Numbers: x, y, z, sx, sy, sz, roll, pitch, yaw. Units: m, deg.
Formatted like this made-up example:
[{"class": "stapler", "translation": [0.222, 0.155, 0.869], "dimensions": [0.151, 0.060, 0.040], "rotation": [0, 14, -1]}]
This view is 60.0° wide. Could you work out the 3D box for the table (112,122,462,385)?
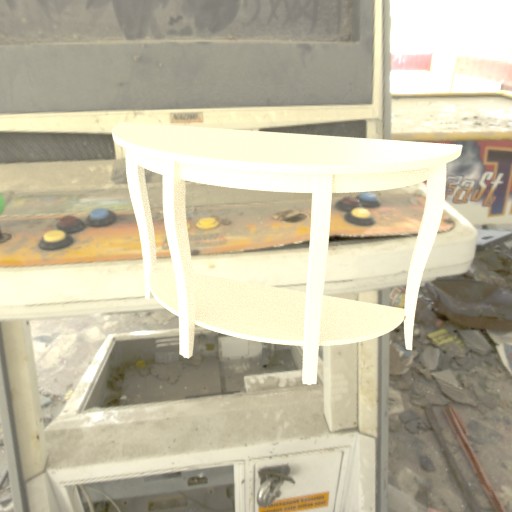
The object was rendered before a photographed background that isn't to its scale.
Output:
[{"class": "table", "translation": [0.000, 0.000, 1.560], "dimensions": [1.219, 0.780, 0.394], "rotation": [9, 28, 16]}]
